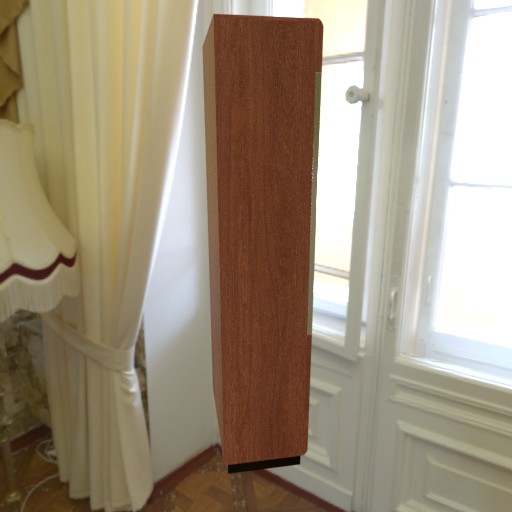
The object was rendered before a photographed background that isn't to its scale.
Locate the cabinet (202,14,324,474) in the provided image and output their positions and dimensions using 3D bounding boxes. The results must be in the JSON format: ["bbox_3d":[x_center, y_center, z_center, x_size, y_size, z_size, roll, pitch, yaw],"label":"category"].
[{"bbox_3d":[0.000,0.000,2.180,0.420,1.980,0.660,-3,16,-10],"label":"cabinet"}]
